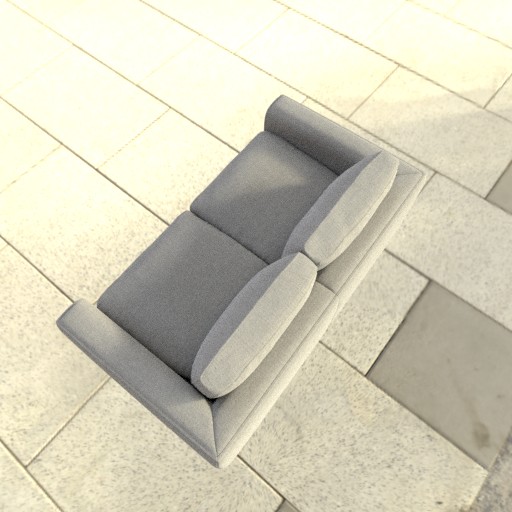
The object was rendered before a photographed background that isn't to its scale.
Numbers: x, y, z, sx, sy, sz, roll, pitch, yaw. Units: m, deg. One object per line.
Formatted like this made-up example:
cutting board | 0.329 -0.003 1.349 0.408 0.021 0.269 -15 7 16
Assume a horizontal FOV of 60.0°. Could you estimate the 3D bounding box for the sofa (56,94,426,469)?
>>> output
sofa | 0.000 0.000 2.468 1.069 0.800 1.920 34 69 15
